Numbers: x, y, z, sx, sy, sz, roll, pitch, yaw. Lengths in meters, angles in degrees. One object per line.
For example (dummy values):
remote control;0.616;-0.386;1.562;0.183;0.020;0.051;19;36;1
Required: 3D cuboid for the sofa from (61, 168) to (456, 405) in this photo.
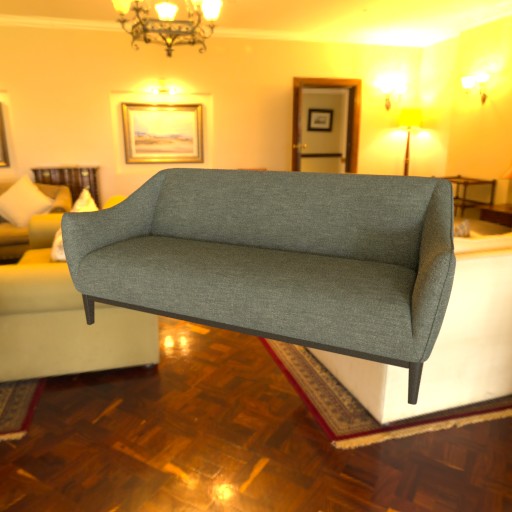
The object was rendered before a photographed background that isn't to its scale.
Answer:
sofa;0.000;0.000;2.332;1.928;0.829;0.867;7;17;25
